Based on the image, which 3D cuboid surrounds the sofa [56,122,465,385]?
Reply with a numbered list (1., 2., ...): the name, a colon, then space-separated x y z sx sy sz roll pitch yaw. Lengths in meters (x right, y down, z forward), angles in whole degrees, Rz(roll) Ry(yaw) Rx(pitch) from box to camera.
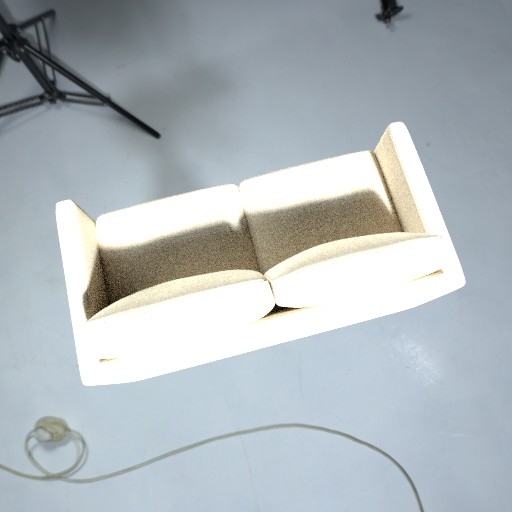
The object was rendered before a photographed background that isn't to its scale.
1. sofa: 0.000 0.000 2.437 1.884 0.963 0.950 -14 76 -4
